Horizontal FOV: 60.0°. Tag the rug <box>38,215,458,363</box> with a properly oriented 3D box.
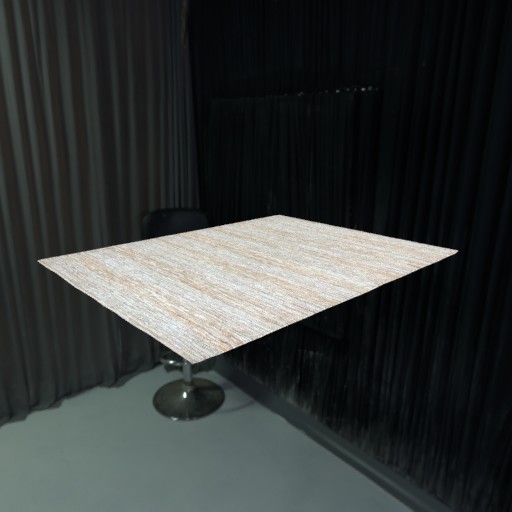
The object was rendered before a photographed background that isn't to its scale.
[{"bbox_3d":[0.000,0.000,3.897,2.939,0.009,2.313,-15,22,-41],"label":"rug"}]
